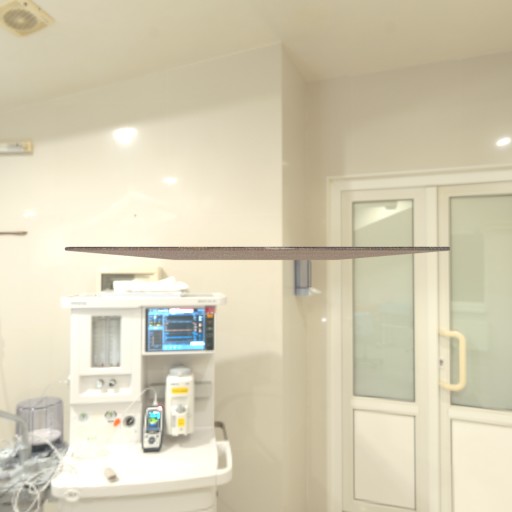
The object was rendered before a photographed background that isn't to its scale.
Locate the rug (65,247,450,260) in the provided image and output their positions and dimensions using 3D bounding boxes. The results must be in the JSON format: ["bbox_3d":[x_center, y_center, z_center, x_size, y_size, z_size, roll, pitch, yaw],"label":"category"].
[{"bbox_3d":[0.000,0.000,2.982,1.539,0.018,2.449,0,-1,0],"label":"rug"}]
